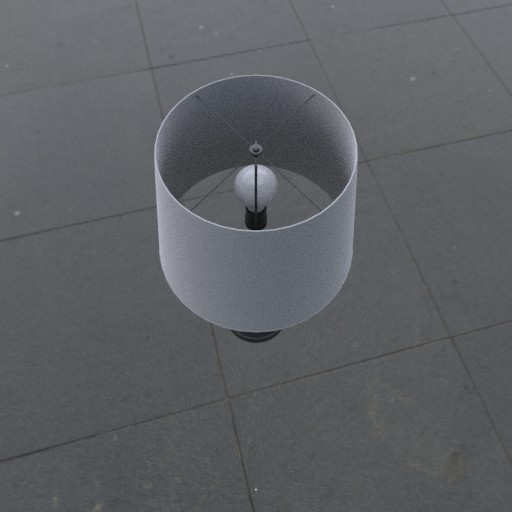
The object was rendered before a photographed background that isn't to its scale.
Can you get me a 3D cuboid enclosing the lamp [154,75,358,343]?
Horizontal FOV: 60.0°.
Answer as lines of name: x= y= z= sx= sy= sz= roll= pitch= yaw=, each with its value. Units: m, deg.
lamp: x=0.000 y=0.000 z=0.815 sx=0.331 sy=0.594 sz=0.331 roll=0 pitch=62 yaw=0
